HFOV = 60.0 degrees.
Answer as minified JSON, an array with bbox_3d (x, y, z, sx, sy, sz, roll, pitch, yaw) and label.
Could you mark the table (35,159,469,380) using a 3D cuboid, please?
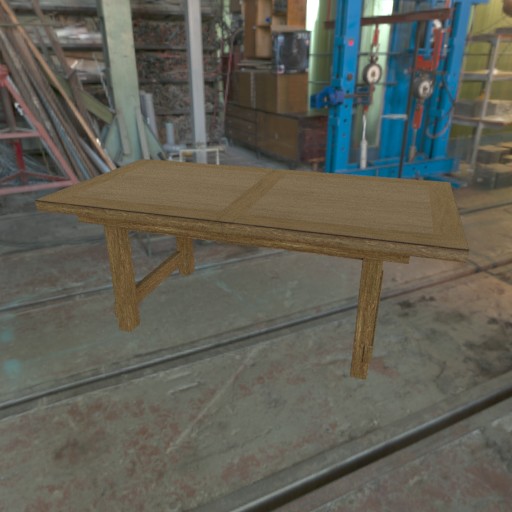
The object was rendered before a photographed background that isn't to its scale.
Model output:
[{"bbox_3d":[0.000,0.000,2.502,1.982,0.762,1.000,8,26,16],"label":"table"}]
